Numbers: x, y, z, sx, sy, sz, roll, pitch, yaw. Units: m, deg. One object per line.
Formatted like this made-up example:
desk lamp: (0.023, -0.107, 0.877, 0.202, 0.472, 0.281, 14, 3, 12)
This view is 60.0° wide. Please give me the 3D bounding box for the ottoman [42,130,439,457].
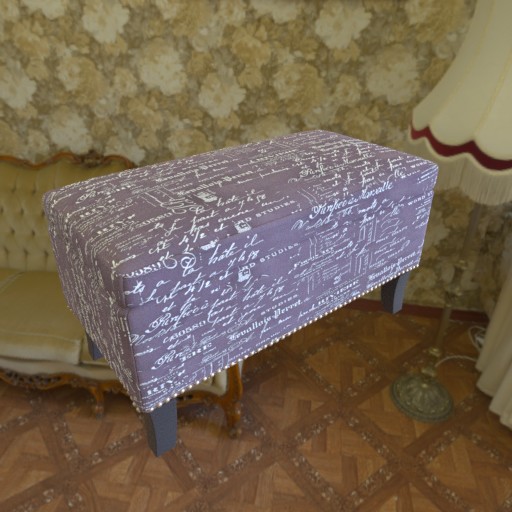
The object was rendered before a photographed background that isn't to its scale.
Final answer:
ottoman: (0.000, 0.000, 1.065, 0.813, 0.457, 0.406, -22, 37, -32)
